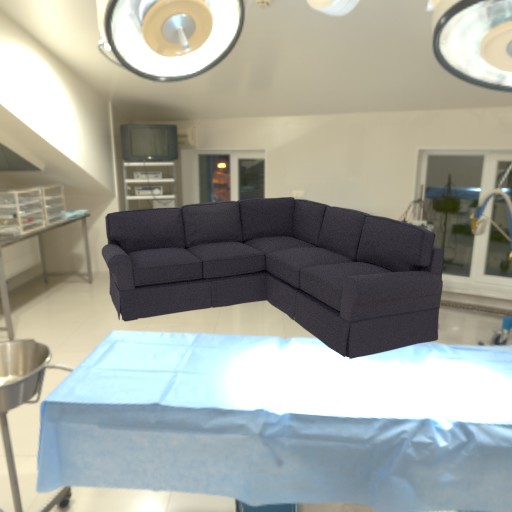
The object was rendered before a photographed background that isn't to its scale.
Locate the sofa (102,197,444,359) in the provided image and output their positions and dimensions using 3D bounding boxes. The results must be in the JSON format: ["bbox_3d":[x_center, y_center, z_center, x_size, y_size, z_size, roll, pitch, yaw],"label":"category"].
[{"bbox_3d":[0.000,0.000,5.216,3.773,1.169,2.874,2,14,8],"label":"sofa"}]
